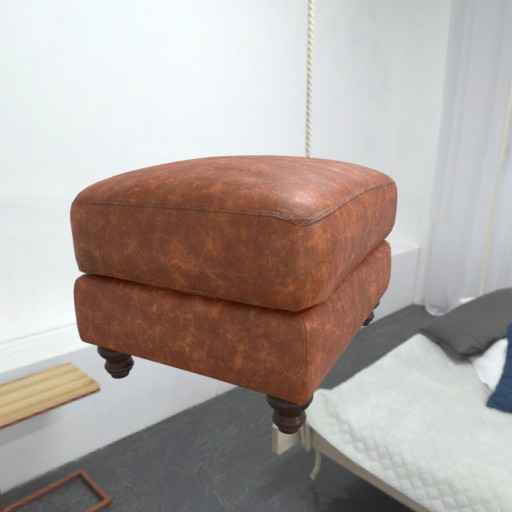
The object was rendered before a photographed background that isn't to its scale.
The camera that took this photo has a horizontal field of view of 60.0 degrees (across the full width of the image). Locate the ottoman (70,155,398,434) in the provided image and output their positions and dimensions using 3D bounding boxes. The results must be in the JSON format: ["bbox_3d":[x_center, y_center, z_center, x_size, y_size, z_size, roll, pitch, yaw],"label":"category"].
[{"bbox_3d":[0.000,0.000,1.275,0.657,0.562,0.832,8,17,26],"label":"ottoman"}]
